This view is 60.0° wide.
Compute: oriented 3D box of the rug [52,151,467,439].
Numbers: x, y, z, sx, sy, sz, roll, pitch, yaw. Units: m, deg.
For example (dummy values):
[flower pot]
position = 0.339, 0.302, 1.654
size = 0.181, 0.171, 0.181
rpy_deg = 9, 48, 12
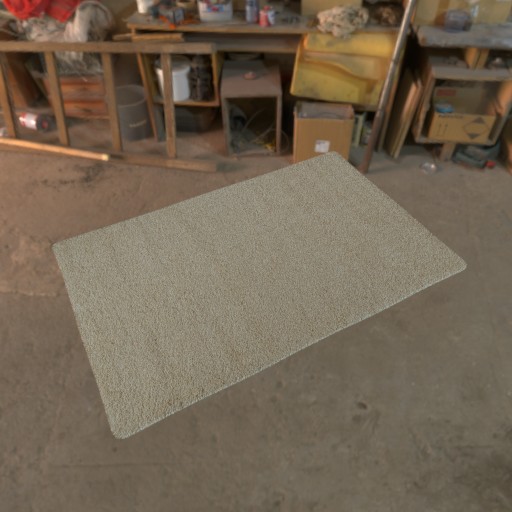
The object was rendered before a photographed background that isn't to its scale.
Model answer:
[rug]
position = 0.000, 0.000, 2.949
size = 2.349, 0.026, 1.500
rpy_deg = -22, 51, -19
